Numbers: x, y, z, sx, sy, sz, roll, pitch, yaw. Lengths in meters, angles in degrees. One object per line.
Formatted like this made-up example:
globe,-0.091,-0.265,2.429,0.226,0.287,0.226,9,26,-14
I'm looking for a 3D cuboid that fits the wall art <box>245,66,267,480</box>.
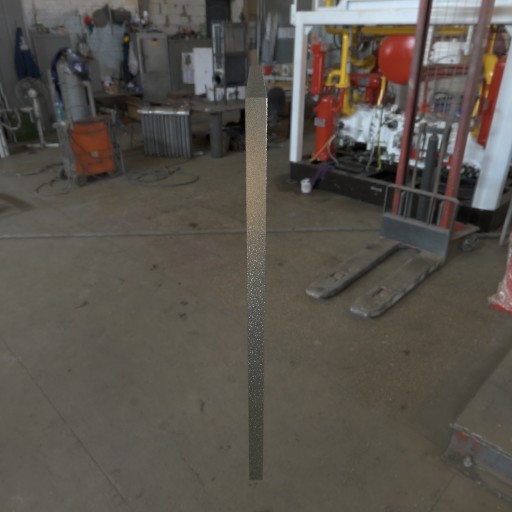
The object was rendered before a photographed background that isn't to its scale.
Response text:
wall art,0.000,0.000,1.413,0.041,1.062,0.803,0,27,0
